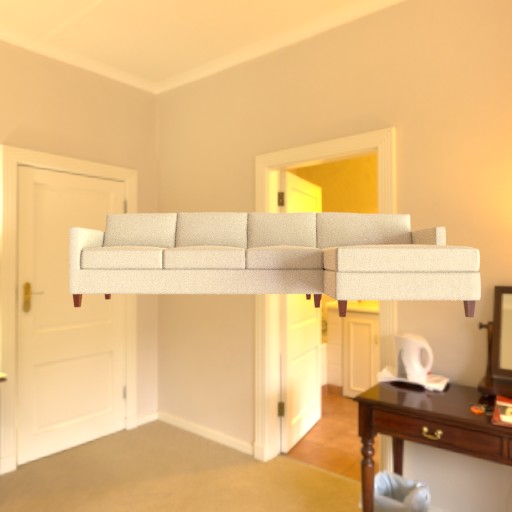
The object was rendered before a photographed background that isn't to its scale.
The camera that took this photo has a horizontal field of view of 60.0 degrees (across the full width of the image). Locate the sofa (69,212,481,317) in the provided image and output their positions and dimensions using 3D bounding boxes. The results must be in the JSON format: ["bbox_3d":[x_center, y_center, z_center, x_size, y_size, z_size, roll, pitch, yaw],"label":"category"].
[{"bbox_3d":[0.000,0.000,4.186,3.471,0.954,1.599,0,0,1],"label":"sofa"}]
